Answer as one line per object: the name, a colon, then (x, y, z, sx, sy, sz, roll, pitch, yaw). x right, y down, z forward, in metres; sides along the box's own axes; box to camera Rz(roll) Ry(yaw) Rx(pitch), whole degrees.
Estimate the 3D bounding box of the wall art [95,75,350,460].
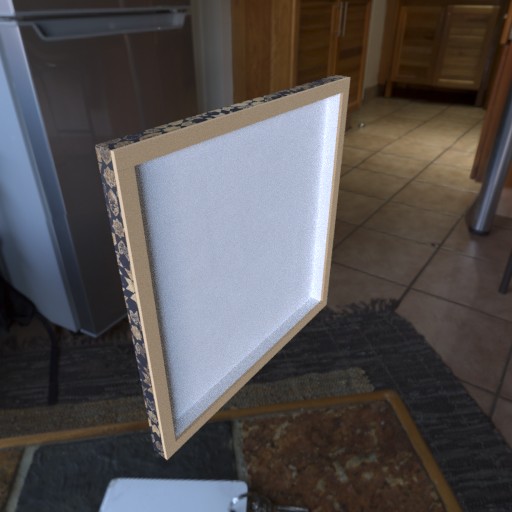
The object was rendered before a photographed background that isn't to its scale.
wall art: (0.000, 0.000, 0.908, 0.038, 0.612, 0.612, 22, 38, 31)
